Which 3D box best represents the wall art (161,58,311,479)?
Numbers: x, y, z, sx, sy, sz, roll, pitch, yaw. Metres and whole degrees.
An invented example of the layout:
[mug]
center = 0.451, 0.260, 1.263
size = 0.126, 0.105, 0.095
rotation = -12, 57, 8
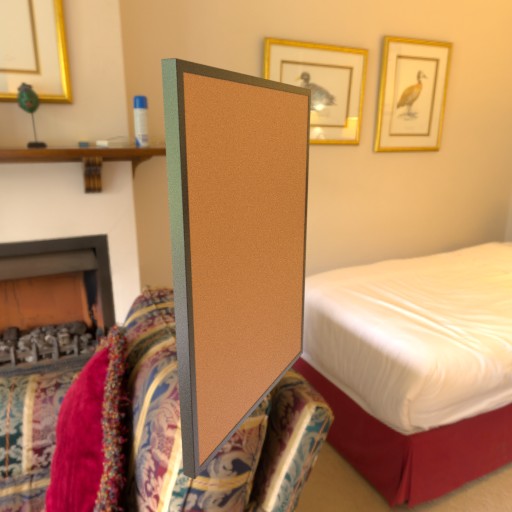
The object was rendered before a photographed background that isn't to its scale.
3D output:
[wall art]
center = 0.000, 0.000, 1.418
size = 0.039, 1.061, 0.804
rotation = 8, 18, 26
